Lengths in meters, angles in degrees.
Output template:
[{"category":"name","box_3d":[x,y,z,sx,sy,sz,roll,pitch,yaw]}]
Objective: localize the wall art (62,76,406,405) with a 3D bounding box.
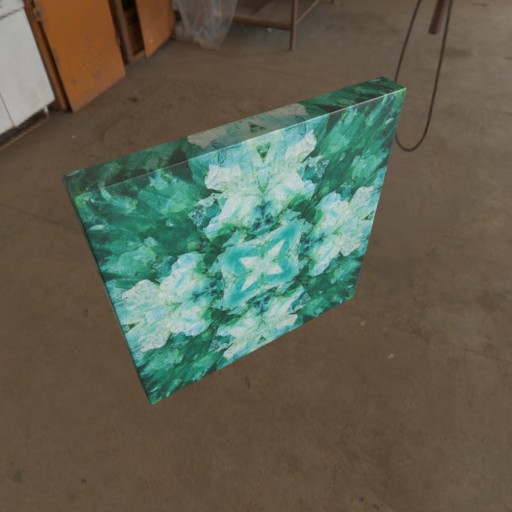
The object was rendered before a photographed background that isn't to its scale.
[{"category":"wall art","box_3d":[0.000,0.000,0.480,0.313,0.313,0.033,-24,51,-21]}]
